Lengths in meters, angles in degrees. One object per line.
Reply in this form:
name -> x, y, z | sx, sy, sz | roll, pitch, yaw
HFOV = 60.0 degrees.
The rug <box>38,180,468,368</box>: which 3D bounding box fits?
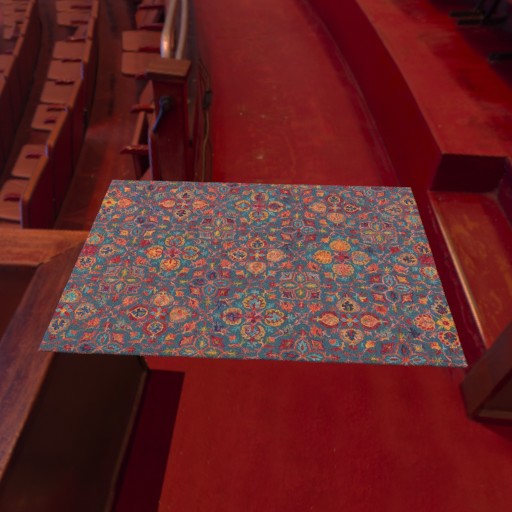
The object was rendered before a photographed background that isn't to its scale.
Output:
rug -> 0.000, 0.000, 2.304 | 1.836, 0.014, 1.216 | 2, 47, 2
